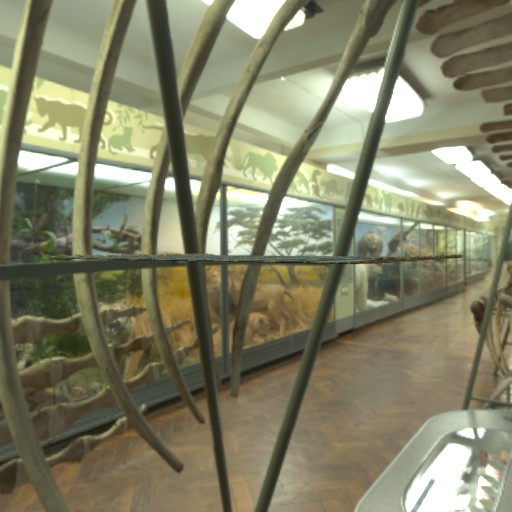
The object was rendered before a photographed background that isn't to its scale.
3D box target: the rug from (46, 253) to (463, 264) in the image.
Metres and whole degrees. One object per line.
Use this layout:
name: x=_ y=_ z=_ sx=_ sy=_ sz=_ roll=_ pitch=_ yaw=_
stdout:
rug: x=0.000 y=0.000 z=4.310 sx=3.307 sy=0.047 sz=2.418 roll=1 pitch=1 yaw=36
